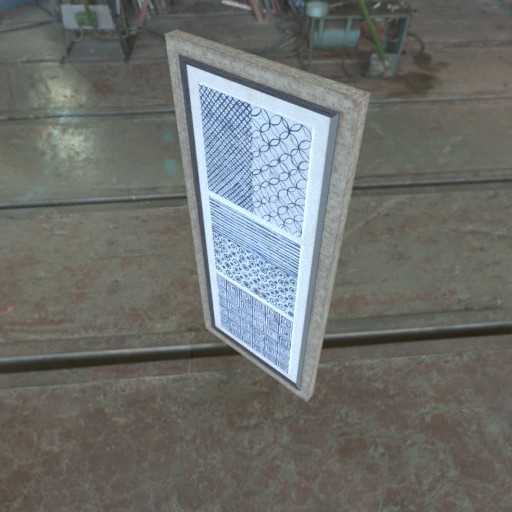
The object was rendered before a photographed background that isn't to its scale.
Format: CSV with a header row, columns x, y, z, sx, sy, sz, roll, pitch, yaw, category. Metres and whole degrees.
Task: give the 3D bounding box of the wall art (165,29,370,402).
x,y,z,sx,sy,sz,roll,pitch,yaw,category
0.000,0.000,1.678,0.648,1.461,0.051,30,53,26,wall art
